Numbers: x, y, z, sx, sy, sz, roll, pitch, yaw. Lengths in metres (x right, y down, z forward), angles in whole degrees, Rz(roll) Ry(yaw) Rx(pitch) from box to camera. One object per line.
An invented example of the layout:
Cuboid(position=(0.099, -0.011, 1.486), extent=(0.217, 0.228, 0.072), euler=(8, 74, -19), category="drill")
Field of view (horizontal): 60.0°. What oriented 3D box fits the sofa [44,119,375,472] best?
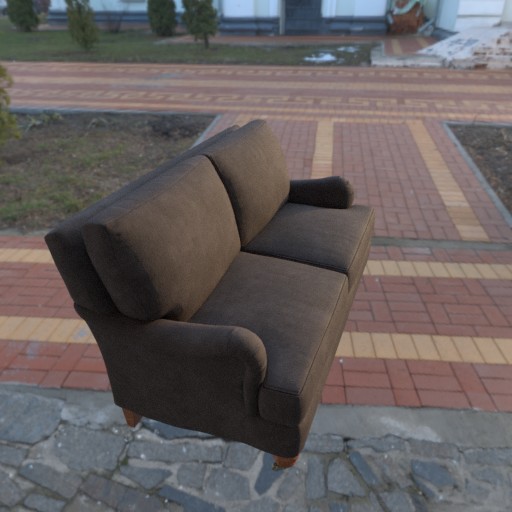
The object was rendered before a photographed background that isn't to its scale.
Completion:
Cuboid(position=(0.000, 0.000, 2.460), extent=(1.084, 1.101, 1.853), euler=(11, 32, 18), category="sofa")
